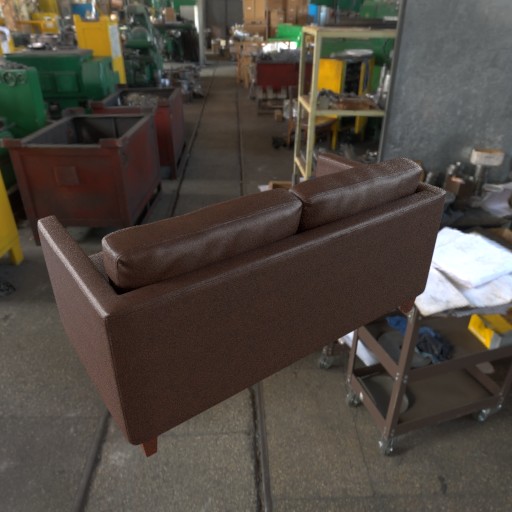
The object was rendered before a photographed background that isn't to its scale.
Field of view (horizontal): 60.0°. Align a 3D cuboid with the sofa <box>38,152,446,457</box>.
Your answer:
[{"bbox_3d":[0.000,0.000,2.340,1.883,0.933,0.951,-20,35,-31],"label":"sofa"}]
